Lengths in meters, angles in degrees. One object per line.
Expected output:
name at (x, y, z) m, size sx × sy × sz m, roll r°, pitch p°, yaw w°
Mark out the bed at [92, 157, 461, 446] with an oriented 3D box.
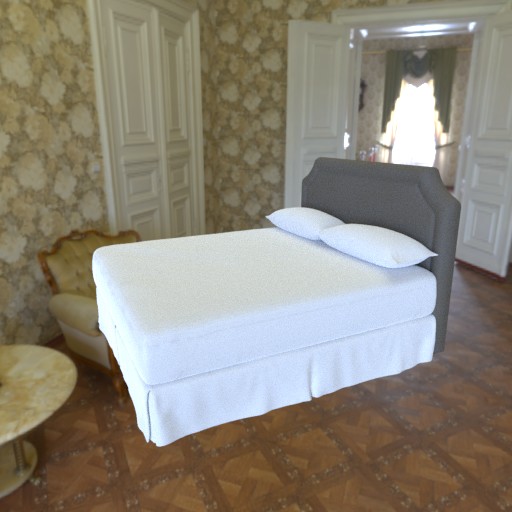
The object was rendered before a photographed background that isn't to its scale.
bed at (0.000, 0.000, 3.896) m, size 2.536 × 1.561 × 2.194 m, roll -8°, pitch 18°, yaw -26°
